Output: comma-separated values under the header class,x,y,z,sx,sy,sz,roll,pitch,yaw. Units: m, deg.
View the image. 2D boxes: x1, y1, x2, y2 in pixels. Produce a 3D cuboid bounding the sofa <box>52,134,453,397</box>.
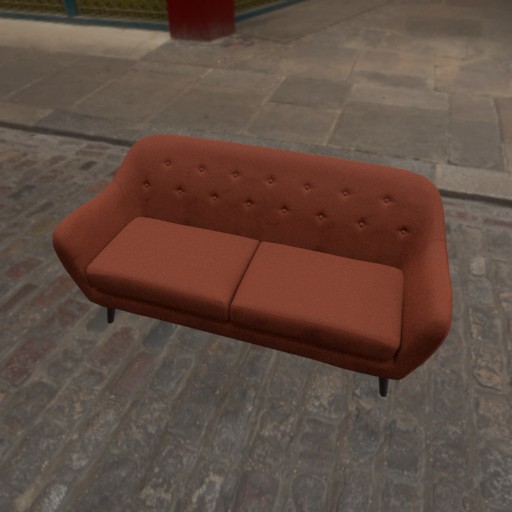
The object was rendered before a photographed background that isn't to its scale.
class,x,y,z,sx,sy,sz,roll,pitch,yaw
sofa,0.000,0.000,2.298,1.840,0.836,0.820,12,42,13
